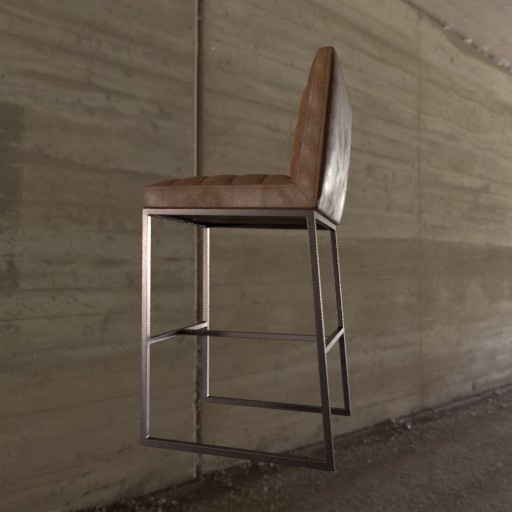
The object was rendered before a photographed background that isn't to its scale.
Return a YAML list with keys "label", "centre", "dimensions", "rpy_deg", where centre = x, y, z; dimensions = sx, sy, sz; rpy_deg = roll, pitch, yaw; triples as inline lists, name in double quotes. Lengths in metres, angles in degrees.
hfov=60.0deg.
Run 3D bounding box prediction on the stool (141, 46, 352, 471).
- label: "stool"
  centre: [0.000, 0.000, 1.381]
  dimensions: [0.562, 1.065, 0.463]
  rpy_deg: [0, -2, 17]
